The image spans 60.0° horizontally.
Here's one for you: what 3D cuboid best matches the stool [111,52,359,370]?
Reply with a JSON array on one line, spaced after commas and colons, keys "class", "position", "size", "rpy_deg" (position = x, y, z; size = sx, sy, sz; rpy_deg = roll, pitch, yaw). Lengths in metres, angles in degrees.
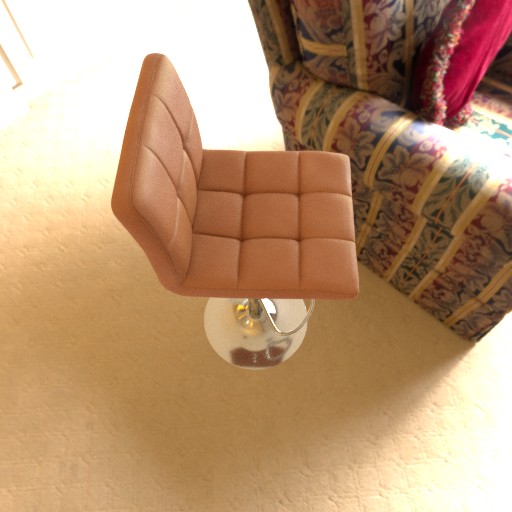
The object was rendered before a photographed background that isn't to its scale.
[{"class": "stool", "position": [0.000, 0.000, 1.331], "size": [0.505, 1.115, 0.430], "rpy_deg": [2, 63, 1]}]
